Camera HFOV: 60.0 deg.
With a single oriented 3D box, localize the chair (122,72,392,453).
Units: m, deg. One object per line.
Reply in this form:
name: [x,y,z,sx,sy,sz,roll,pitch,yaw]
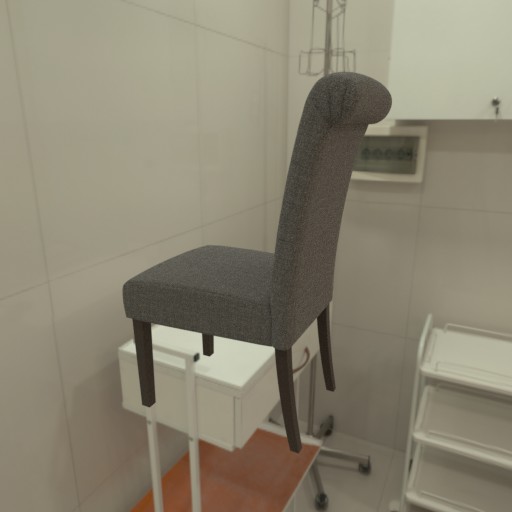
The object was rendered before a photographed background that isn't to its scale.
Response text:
chair: [0.000,0.000,1.354,0.671,1.006,0.456,8,19,25]
